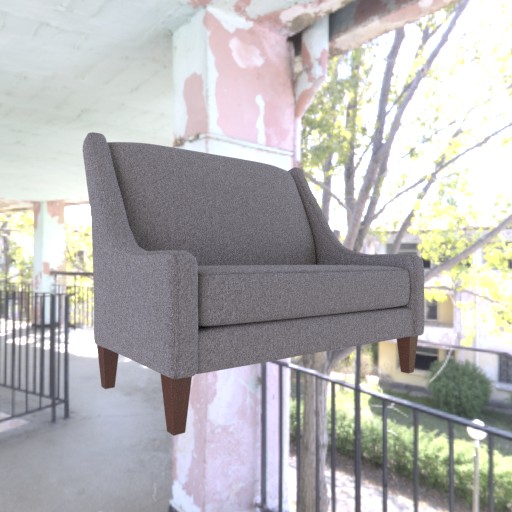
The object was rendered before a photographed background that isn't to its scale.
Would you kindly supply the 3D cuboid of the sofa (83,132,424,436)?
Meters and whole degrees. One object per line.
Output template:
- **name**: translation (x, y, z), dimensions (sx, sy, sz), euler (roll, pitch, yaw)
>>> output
- **sofa**: translation (0.000, 0.000, 1.909), dimensions (1.242, 1.026, 0.862), euler (0, -1, -37)
